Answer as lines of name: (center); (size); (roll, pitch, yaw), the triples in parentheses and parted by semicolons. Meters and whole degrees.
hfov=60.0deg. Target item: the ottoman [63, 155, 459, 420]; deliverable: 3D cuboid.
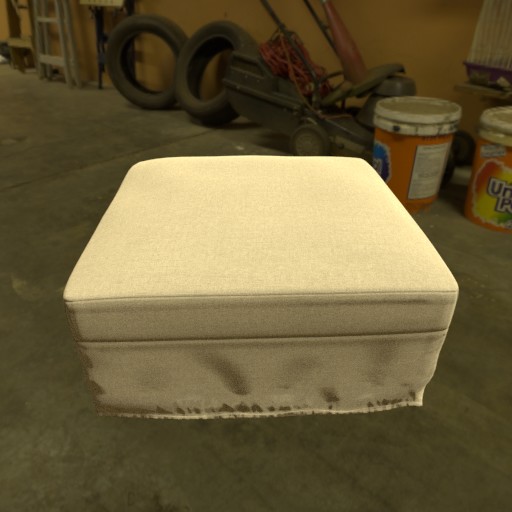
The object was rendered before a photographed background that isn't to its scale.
ottoman: (0.000, 0.000, 1.326); (0.840, 0.436, 0.843); (-1, 31, -2)
